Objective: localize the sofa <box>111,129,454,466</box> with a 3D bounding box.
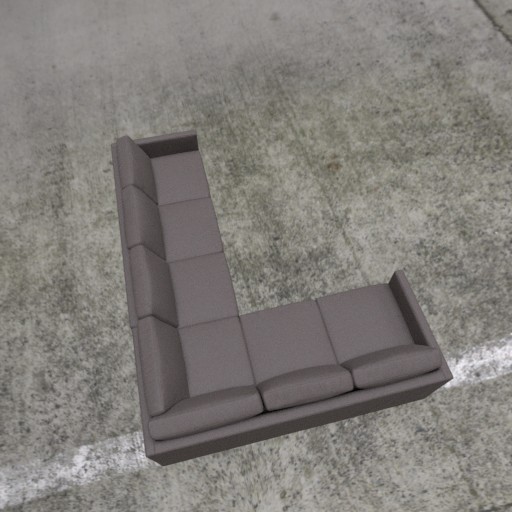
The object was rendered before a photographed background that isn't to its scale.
[{"bbox_3d":[0.000,0.000,4.307,2.432,0.871,3.182,-12,60,-7],"label":"sofa"}]
